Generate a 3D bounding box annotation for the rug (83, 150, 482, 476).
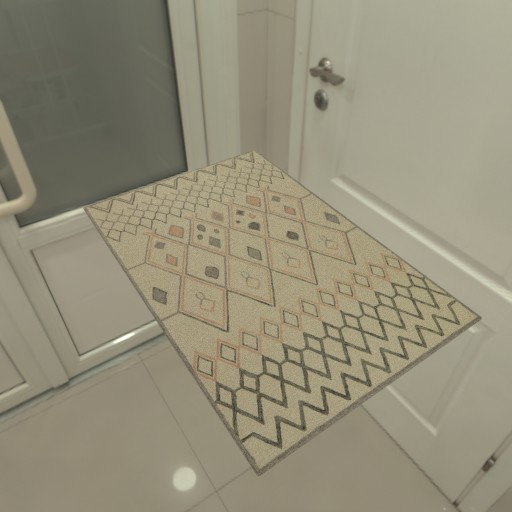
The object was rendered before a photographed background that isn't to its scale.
[{"bbox_3d":[0.000,0.000,2.298,1.219,0.016,1.829,-24,48,-24],"label":"rug"}]
